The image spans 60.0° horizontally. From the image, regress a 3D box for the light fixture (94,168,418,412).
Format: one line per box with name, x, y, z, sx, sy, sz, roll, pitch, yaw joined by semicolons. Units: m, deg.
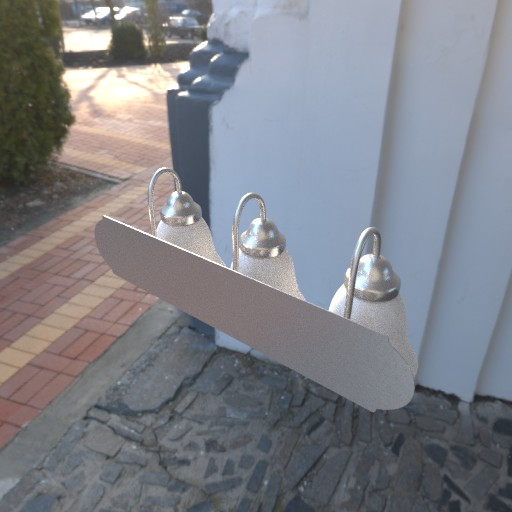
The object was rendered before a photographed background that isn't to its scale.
light fixture;0.000;0.000;0.716;0.610;0.222;0.199;21;35;33
